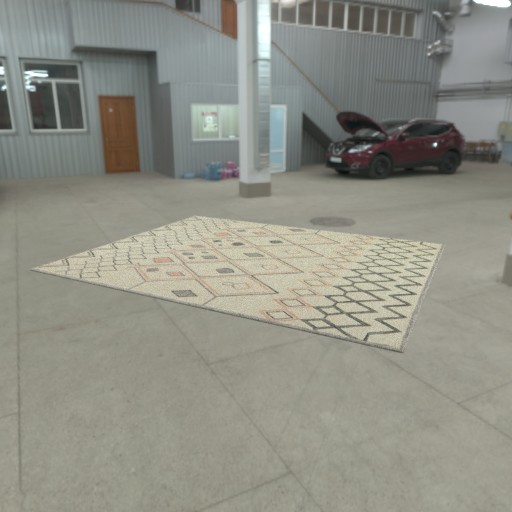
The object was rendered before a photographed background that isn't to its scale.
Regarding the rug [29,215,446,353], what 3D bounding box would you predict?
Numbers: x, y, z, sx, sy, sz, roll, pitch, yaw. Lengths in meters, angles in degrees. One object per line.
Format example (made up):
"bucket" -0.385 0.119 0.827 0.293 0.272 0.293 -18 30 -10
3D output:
"rug" 0.000 0.000 4.100 3.050 0.016 2.441 9 19 26
